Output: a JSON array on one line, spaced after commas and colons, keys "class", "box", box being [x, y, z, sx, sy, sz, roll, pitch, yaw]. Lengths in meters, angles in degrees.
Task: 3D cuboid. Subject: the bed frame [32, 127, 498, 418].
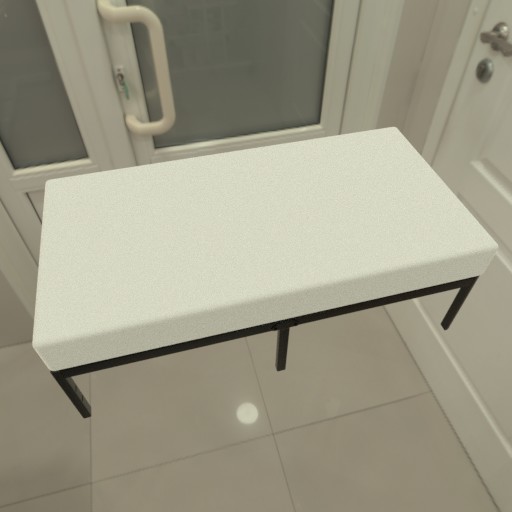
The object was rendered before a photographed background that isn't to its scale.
[{"class": "bed frame", "box": [0.000, 0.000, 2.330, 1.950, 0.659, 1.023, -11, 49, -10]}]
